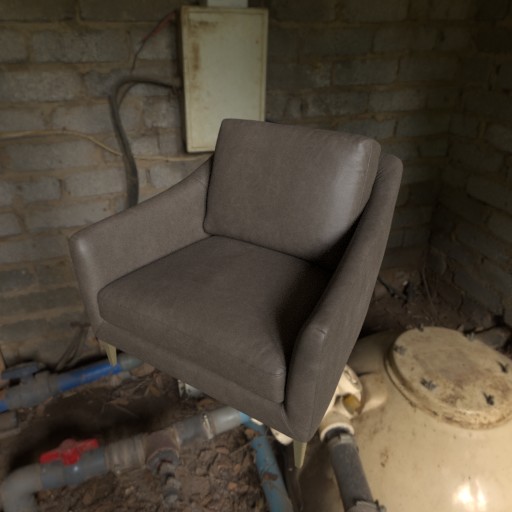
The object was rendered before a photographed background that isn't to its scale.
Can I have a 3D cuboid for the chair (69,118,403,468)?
[{"bbox_3d":[0.000,0.000,1.723,0.988,0.901,0.961,17,34,28],"label":"chair"}]
